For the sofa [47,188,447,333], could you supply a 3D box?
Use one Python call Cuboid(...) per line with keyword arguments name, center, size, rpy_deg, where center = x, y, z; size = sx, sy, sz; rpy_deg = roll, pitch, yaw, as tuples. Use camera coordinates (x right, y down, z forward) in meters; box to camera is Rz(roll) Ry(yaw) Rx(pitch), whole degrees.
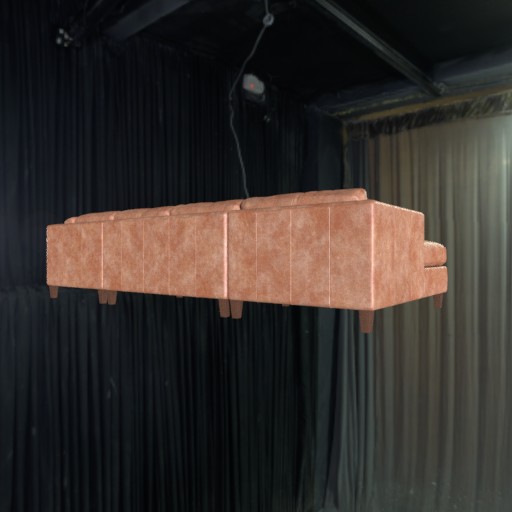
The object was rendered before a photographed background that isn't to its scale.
Cuboid(name="sofa", center=(0.000, 0.000, 4.350), size=(3.401, 0.832, 2.430), rpy_deg=(0, 0, 37))
